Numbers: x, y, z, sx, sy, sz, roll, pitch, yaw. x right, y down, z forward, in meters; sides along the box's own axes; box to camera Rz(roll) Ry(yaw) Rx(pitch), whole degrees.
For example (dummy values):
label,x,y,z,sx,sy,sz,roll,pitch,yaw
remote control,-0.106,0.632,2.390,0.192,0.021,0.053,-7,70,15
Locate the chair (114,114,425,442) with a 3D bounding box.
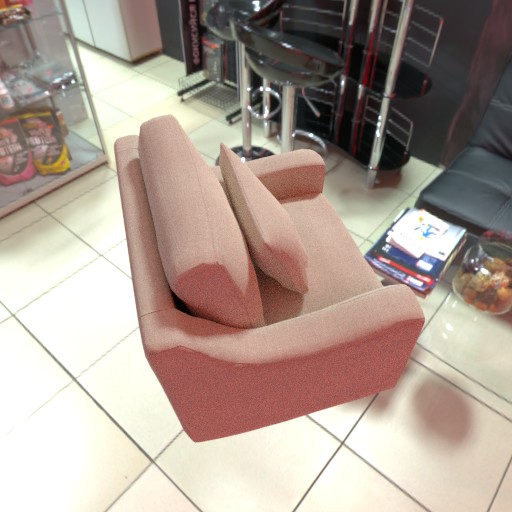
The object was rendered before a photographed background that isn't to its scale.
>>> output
label,x,y,z,sx,sy,sz,roll,pitch,yaw
chair,0.000,0.000,1.965,1.009,1.016,1.178,-12,48,-11
